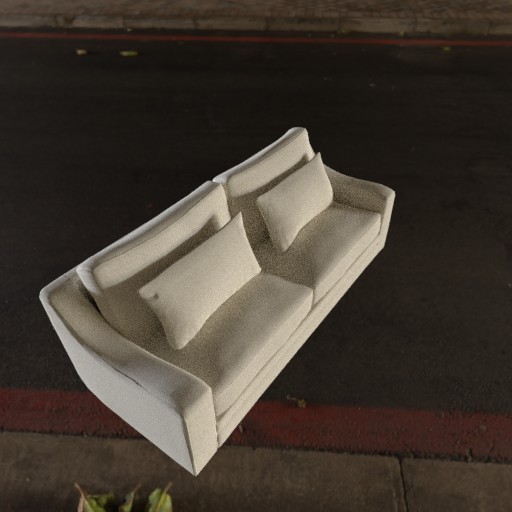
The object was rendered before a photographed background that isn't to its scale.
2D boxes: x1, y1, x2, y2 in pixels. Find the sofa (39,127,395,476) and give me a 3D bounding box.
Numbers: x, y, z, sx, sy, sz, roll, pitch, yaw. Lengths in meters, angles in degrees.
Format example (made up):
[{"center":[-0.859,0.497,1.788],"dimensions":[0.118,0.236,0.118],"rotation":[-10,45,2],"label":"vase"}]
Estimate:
[{"center":[0.000,0.000,3.025],"dimensions":[1.009,1.022,2.470],"rotation":[25,45,27],"label":"sofa"}]
